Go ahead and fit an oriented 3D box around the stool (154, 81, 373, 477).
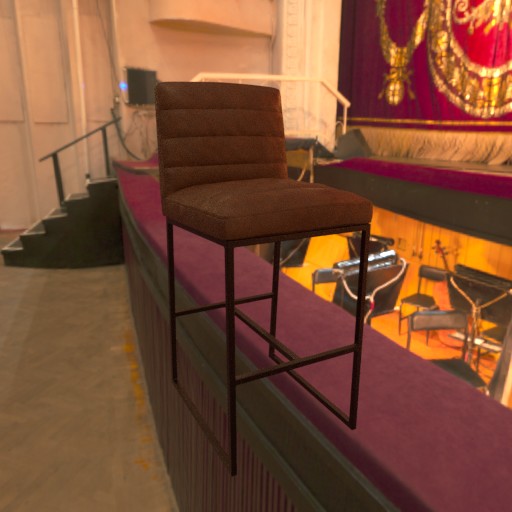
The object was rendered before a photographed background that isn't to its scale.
[{"bbox_3d":[0.000,0.000,1.395,0.463,1.065,0.562,-8,18,-27],"label":"stool"}]
